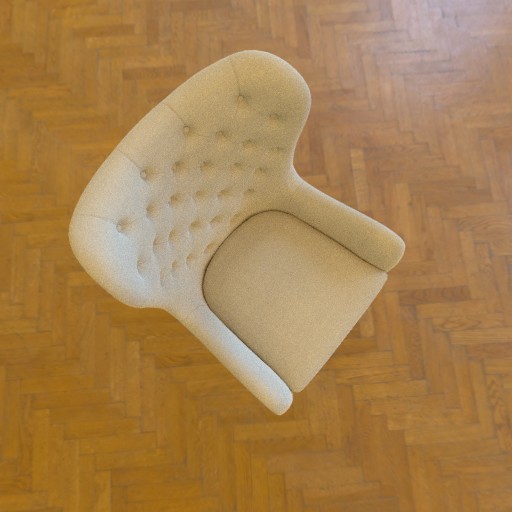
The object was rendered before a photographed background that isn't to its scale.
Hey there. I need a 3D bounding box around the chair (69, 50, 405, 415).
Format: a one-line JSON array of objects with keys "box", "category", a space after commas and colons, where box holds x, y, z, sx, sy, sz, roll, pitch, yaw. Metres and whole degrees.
[{"box": [0.000, 0.000, 1.698, 0.929, 1.079, 0.831, 39, 80, 8], "category": "chair"}]
